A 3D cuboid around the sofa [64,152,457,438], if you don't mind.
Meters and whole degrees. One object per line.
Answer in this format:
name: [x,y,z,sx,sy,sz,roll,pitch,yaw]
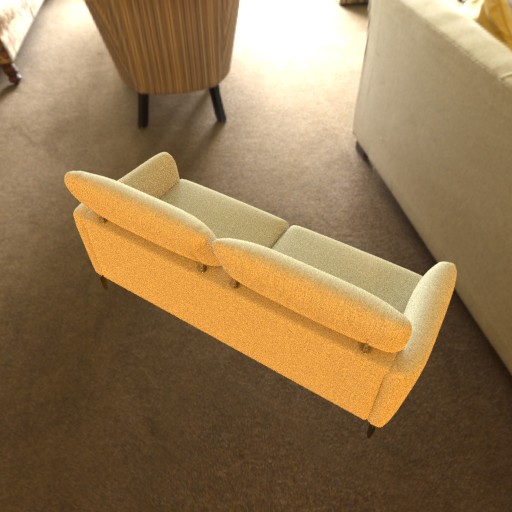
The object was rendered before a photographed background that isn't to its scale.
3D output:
sofa: [0.000,0.000,2.469,2.015,0.956,0.856,24,52,21]
